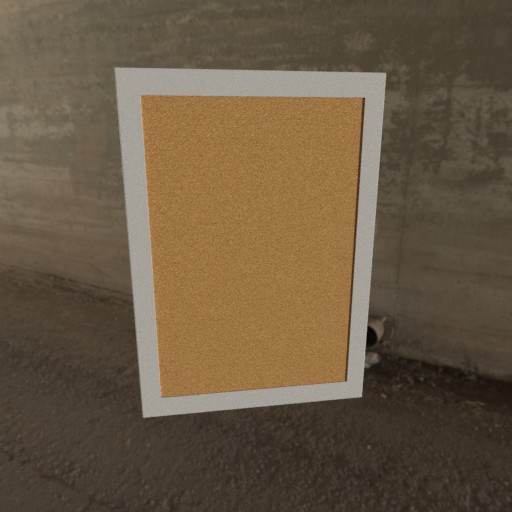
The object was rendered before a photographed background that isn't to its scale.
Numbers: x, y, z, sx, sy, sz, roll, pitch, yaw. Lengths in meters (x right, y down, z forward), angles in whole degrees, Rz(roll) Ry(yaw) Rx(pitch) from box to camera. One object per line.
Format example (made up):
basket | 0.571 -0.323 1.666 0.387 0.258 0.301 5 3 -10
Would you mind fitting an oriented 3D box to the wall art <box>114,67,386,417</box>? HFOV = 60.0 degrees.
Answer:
wall art | 0.000 0.000 0.681 0.374 0.529 0.012 -3 16 -9
